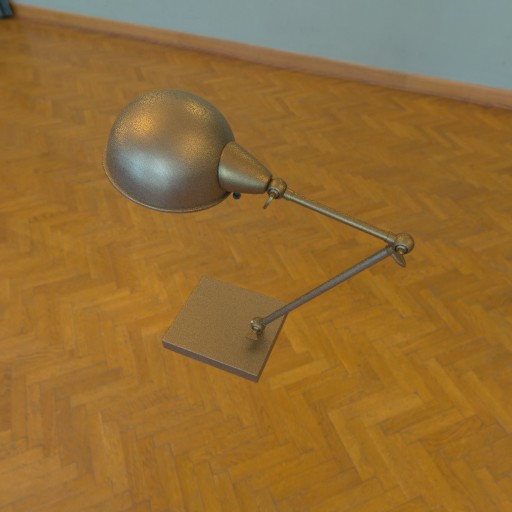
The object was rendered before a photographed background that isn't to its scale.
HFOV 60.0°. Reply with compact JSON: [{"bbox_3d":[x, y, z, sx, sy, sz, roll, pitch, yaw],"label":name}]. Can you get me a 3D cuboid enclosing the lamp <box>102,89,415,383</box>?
[{"bbox_3d":[0.000,0.000,0.542,0.339,0.371,0.149,17,49,15],"label":"lamp"}]
